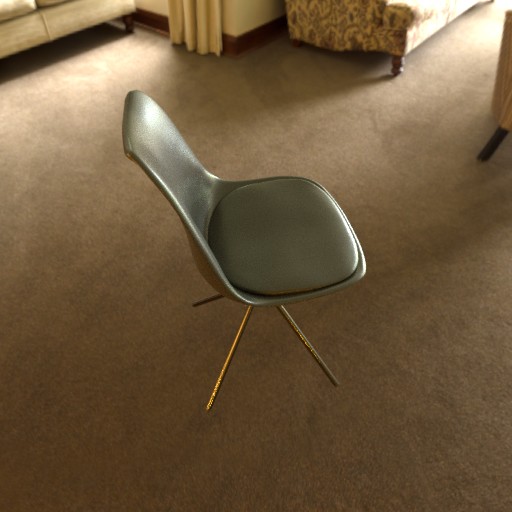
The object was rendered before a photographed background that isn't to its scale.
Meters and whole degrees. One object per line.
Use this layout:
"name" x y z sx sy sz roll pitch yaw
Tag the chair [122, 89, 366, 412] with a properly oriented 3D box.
"chair" 0.000 0.000 1.179 0.525 0.850 0.461 -8 47 -8
